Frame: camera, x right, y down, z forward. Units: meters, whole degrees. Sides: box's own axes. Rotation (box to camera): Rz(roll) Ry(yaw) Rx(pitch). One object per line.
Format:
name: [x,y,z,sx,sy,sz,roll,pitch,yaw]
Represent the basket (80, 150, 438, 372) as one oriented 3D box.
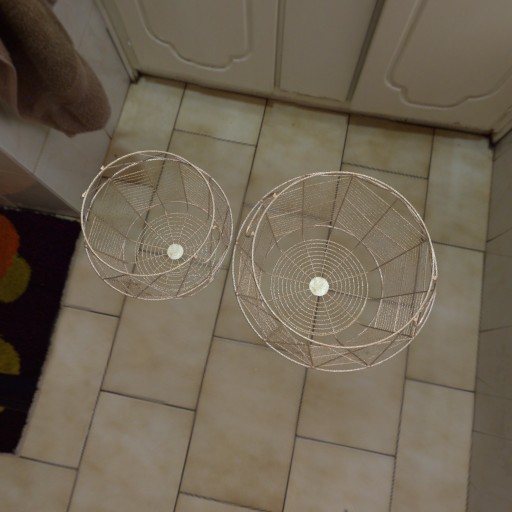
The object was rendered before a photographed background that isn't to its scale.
basket: [0.000,0.000,1.057,0.805,0.343,0.451,13,76,3]
